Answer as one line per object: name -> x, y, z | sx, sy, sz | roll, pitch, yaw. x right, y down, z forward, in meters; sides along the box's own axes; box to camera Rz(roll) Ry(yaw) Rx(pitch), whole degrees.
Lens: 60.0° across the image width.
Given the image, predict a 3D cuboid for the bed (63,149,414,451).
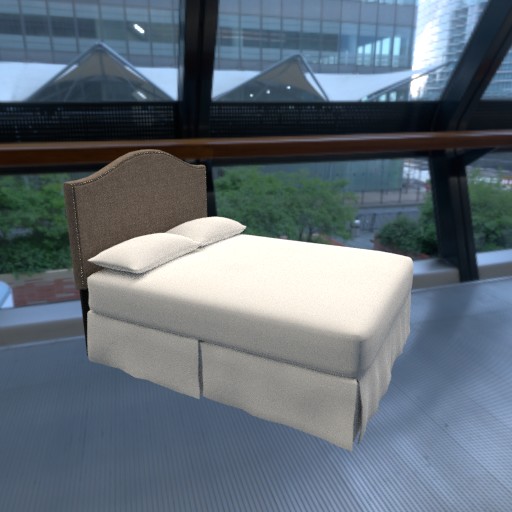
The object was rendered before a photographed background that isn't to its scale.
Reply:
bed -> 0.000, 0.000, 3.347 | 2.153, 1.518, 1.713 | 8, 18, 26
